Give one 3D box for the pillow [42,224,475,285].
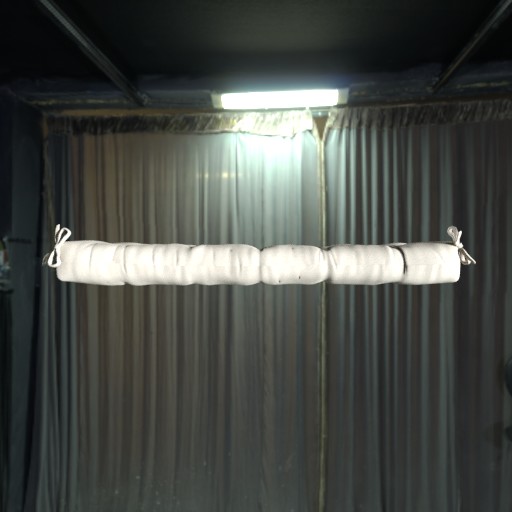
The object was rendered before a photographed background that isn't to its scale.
[{"bbox_3d":[0.000,0.000,1.399,1.194,0.174,0.511,0,0,0],"label":"pillow"}]
